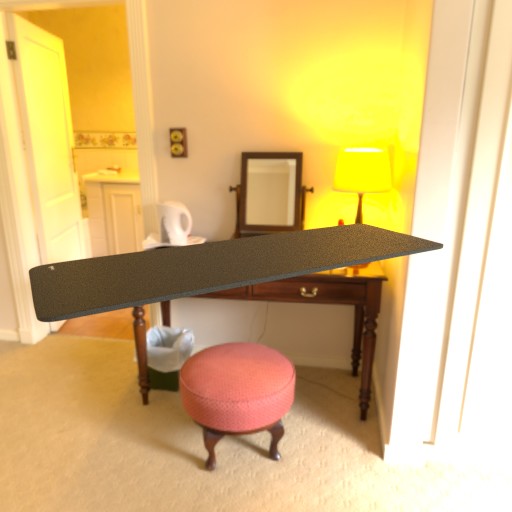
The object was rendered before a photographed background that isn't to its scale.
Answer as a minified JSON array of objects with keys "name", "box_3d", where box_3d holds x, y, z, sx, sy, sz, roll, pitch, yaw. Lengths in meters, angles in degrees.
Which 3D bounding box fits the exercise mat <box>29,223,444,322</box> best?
[{"name":"exercise mat","box_3d":[0.000,0.000,2.044,1.869,0.021,0.616,-9,18,-28]}]
